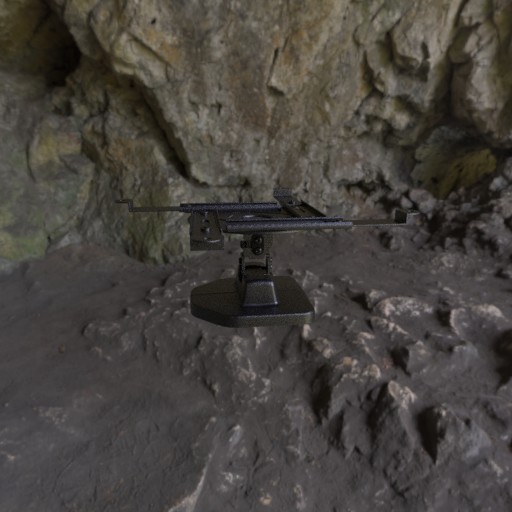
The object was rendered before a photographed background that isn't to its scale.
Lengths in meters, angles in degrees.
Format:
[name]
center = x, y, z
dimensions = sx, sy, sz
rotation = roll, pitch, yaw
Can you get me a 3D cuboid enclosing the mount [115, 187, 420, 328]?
[mount]
center = 0.000, 0.000, 0.617
dimensions = 0.394, 0.141, 0.394
rotation = -2, 16, -7
